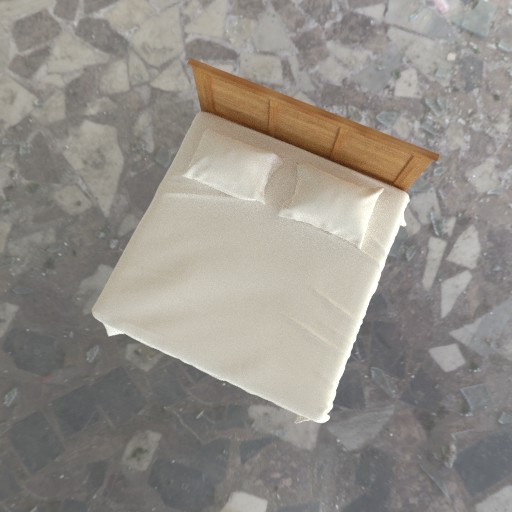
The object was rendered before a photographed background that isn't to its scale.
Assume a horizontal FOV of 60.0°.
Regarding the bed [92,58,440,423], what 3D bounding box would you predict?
[{"bbox_3d":[0.000,0.000,3.657,2.317,1.270,2.215,23,77,6],"label":"bed"}]
